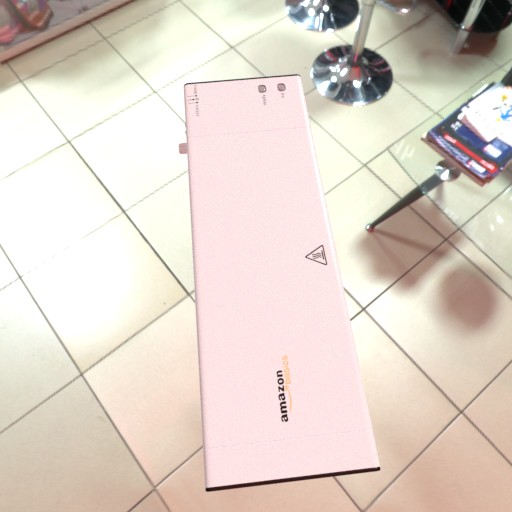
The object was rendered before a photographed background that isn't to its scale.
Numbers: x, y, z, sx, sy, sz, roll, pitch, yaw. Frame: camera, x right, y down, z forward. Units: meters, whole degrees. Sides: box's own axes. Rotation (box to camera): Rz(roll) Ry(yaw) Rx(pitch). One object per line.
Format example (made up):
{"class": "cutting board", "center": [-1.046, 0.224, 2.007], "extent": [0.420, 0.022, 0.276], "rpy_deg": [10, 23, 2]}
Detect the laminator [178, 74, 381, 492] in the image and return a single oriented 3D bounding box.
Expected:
{"class": "laminator", "center": [0.000, 0.000, 0.374], "extent": [0.123, 0.062, 0.340], "rpy_deg": [-6, 65, -3]}
